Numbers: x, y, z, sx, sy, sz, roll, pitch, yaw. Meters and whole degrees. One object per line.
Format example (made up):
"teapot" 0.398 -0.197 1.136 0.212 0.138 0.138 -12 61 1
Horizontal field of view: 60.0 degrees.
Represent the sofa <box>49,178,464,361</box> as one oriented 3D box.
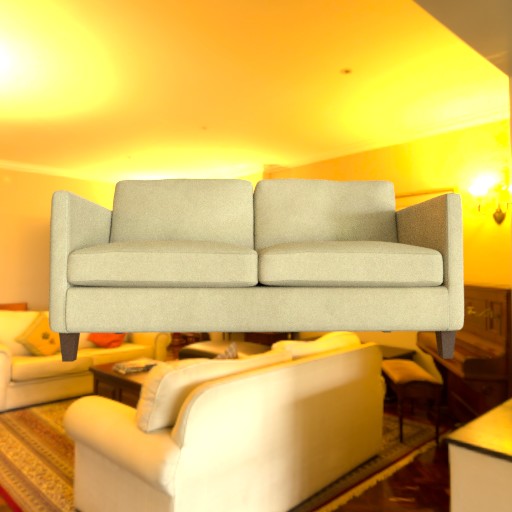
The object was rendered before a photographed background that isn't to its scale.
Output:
"sofa" 0.000 0.000 2.386 1.846 0.940 0.950 0 -2 -2
